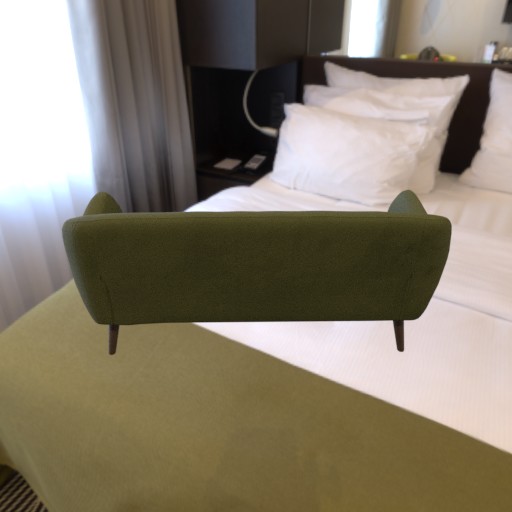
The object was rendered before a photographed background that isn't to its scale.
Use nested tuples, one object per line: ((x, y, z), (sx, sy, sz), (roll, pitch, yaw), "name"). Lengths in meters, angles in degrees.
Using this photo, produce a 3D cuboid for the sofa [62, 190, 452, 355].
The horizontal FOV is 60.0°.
((0.000, 0.000, 2.331), (1.840, 0.836, 0.820), (0, 30, -1), "sofa")
